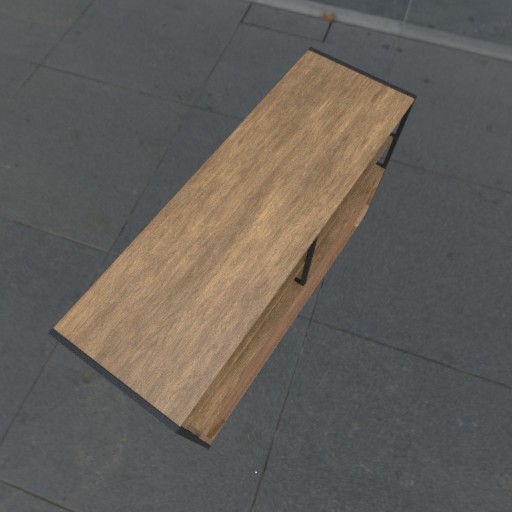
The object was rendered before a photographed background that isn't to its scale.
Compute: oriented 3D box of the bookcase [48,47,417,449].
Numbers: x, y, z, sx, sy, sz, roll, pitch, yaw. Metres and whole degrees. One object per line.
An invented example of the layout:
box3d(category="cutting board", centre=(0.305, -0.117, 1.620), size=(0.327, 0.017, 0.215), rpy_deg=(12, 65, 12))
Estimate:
box3d(category="bookcase", centre=(0.000, 0.000, 1.494), size=(0.391, 0.712, 1.149), rpy_deg=(32, 68, 14))
